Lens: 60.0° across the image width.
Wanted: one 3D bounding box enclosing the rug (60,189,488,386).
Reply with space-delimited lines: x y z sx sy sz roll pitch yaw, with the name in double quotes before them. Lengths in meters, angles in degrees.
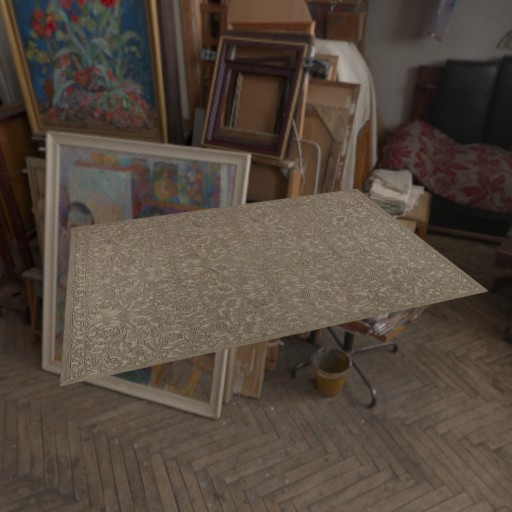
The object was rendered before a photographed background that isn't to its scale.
"rug" 0.000 0.000 2.278 1.827 0.006 1.221 -10 33 -15
